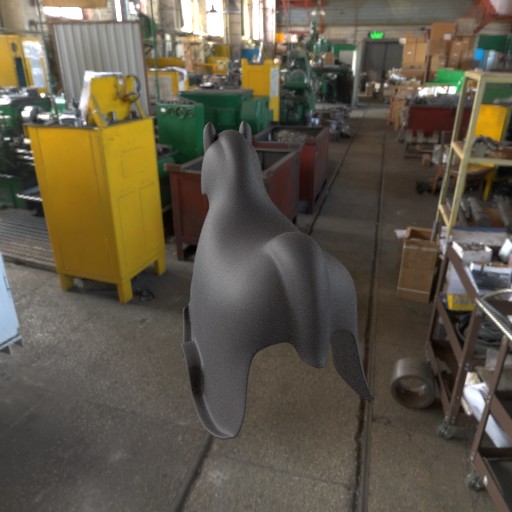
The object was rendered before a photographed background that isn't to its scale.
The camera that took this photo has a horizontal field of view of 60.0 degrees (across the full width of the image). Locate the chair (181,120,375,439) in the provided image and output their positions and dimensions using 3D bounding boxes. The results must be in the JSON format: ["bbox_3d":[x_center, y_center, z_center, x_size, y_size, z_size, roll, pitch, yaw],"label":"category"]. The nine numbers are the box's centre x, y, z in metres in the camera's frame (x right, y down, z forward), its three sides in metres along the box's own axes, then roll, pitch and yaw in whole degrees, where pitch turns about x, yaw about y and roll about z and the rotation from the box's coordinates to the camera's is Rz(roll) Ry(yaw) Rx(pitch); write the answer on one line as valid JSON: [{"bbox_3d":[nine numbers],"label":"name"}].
[{"bbox_3d":[0.000,0.000,1.159,0.429,0.612,0.800,-8,26,-16],"label":"chair"}]
